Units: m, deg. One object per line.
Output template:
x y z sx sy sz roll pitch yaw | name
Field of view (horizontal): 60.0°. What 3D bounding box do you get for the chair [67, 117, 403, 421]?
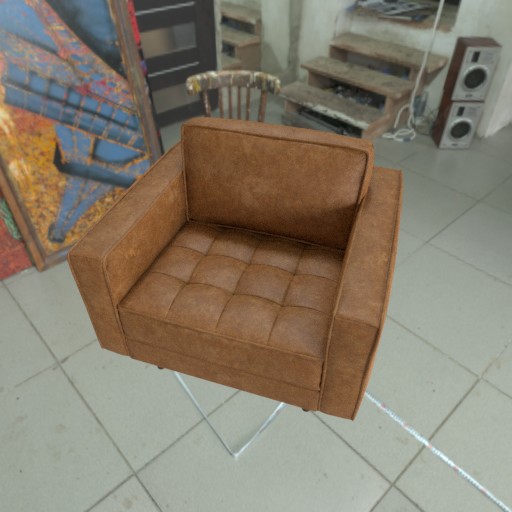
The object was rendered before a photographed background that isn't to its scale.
0.000 0.000 1.555 0.928 0.767 0.798 12 42 14 | chair
